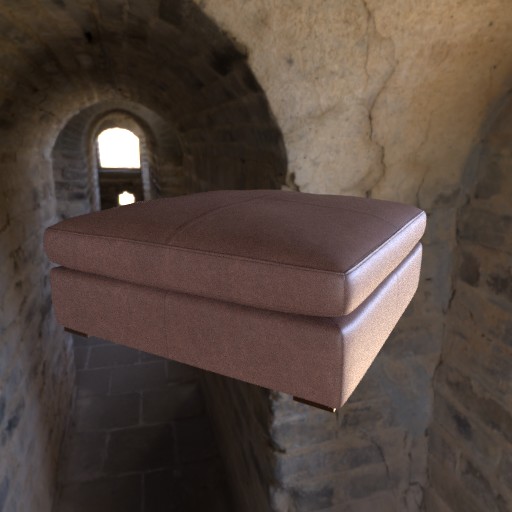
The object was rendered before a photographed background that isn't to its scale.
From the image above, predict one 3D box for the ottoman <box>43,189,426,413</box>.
[{"bbox_3d":[0.000,0.000,1.830,1.168,0.490,1.168,8,17,28],"label":"ottoman"}]
